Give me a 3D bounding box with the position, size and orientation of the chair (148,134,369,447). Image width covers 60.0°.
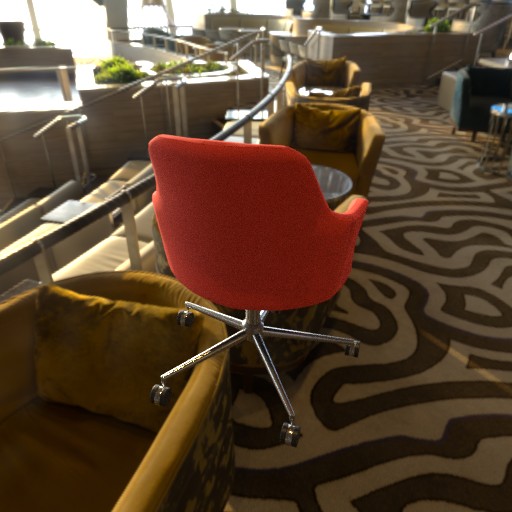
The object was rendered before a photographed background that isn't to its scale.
[{"bbox_3d":[0.000,0.000,1.290,0.655,0.820,0.600,9,32,15],"label":"chair"}]
